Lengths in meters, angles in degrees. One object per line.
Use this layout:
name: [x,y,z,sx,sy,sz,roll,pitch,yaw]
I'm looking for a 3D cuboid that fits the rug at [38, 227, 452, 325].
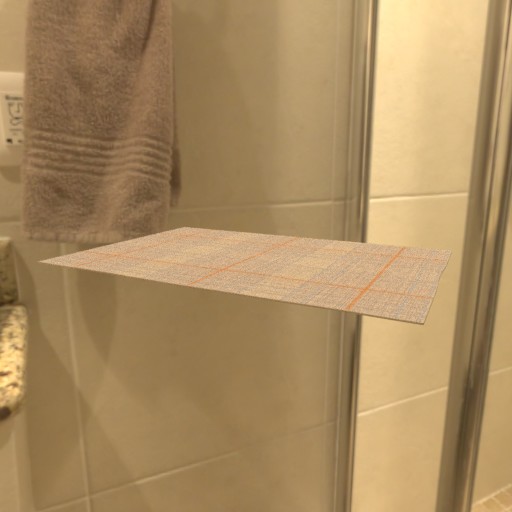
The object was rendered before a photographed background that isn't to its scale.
rug: [0.000,0.000,2.340,1.825,0.015,1.232,6,14,26]
